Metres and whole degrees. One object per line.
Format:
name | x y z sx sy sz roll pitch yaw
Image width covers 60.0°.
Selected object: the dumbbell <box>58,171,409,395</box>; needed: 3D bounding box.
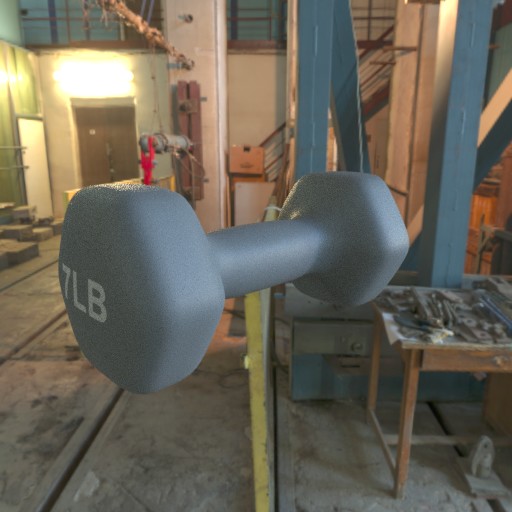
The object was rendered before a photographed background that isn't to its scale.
dumbbell | 0.000 0.000 0.230 0.184 0.081 0.090 -13 18 -42
